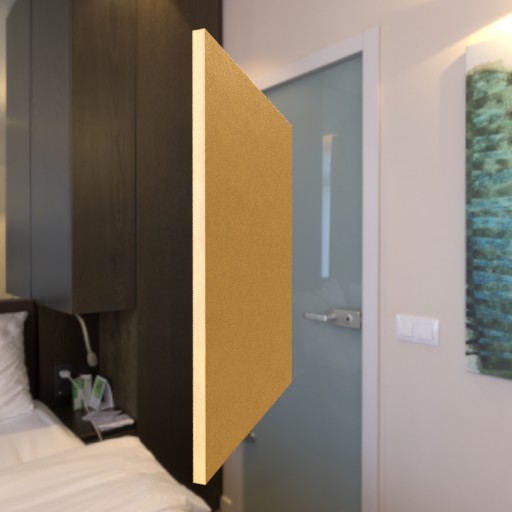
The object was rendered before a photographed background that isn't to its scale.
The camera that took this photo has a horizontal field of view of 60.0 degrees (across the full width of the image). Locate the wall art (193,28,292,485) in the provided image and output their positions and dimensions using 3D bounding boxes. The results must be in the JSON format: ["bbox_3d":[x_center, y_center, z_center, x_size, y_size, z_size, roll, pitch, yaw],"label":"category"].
[{"bbox_3d":[0.000,0.000,1.357,0.030,1.002,0.798,0,1,18],"label":"wall art"}]
